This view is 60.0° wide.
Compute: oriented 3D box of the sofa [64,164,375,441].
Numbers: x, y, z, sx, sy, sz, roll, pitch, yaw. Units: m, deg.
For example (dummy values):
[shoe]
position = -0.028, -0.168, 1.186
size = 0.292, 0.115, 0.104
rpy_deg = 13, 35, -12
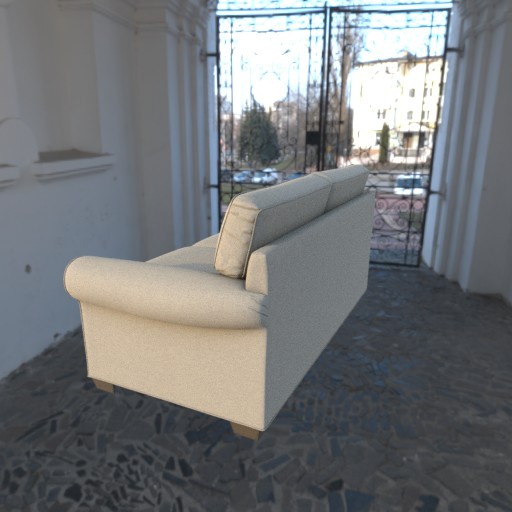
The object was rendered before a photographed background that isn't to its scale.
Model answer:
[sofa]
position = 0.000, 0.000, 2.487
size = 0.940, 0.952, 1.930
rpy_deg = 8, 17, 25
